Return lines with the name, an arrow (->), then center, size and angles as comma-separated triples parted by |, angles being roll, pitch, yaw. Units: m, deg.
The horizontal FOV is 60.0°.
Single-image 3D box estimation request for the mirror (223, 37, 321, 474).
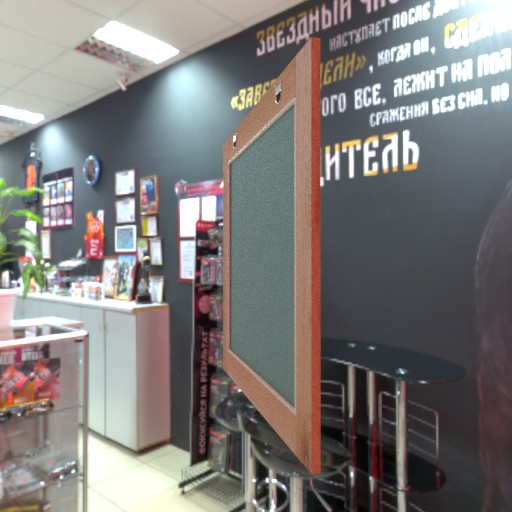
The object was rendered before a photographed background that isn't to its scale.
mirror -> 0.000, 0.000, 1.197 | 0.020, 0.800, 0.800 | 0, 0, -16
